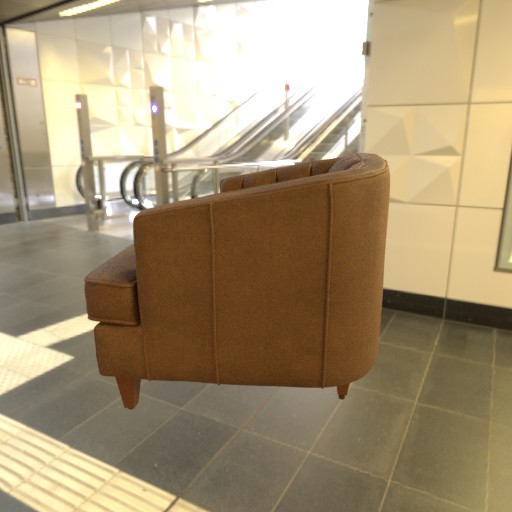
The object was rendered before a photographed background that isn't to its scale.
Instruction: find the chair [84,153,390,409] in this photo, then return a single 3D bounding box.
[{"bbox_3d":[0.000,0.000,1.739,0.914,0.787,1.118,2,15,9],"label":"chair"}]
